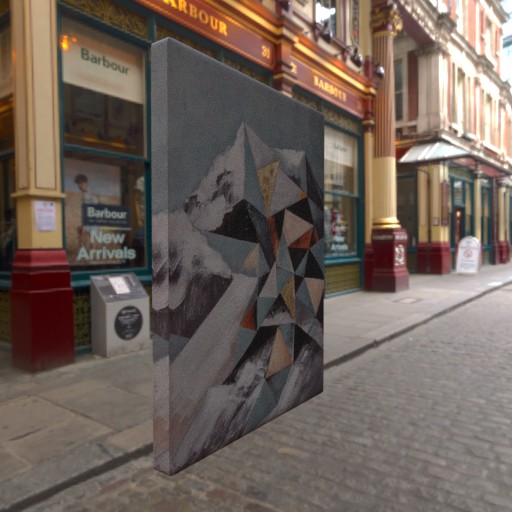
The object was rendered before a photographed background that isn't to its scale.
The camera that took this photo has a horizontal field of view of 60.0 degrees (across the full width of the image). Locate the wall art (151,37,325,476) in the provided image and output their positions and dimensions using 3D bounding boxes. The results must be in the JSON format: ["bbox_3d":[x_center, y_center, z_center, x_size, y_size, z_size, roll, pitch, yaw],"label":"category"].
[{"bbox_3d":[0.000,0.000,0.807,0.037,0.613,0.455,1,2,37],"label":"wall art"}]
